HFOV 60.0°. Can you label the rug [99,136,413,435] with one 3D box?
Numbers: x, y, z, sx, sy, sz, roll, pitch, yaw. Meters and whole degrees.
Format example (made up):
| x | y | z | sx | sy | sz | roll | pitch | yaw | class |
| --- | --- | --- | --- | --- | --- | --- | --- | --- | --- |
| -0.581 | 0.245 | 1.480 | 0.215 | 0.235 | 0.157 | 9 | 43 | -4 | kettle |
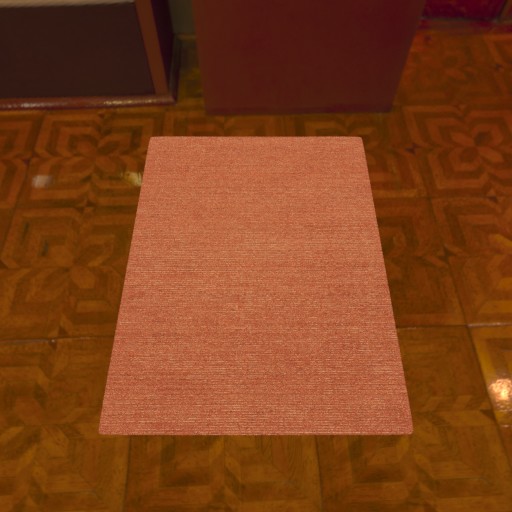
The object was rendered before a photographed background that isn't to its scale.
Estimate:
| x | y | z | sx | sy | sz | roll | pitch | yaw | class |
| --- | --- | --- | --- | --- | --- | --- | --- | --- | --- |
| 0.000 | 0.000 | 2.781 | 1.594 | 0.009 | 2.112 | 0 | 58 | 0 | rug |
